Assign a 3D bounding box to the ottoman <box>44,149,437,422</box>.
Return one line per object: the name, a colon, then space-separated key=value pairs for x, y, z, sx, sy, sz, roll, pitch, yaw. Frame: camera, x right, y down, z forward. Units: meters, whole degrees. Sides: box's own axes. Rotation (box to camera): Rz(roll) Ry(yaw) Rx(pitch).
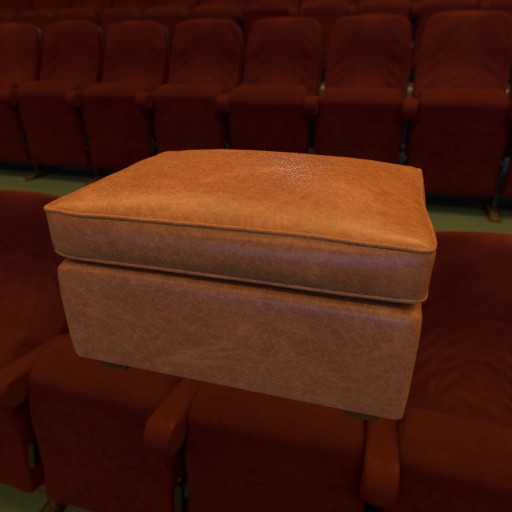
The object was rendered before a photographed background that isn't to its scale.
ottoman: x=0.000 y=0.000 z=1.088 sx=0.756 sy=0.468 sz=0.554 roll=7 pitch=26 yaw=14
